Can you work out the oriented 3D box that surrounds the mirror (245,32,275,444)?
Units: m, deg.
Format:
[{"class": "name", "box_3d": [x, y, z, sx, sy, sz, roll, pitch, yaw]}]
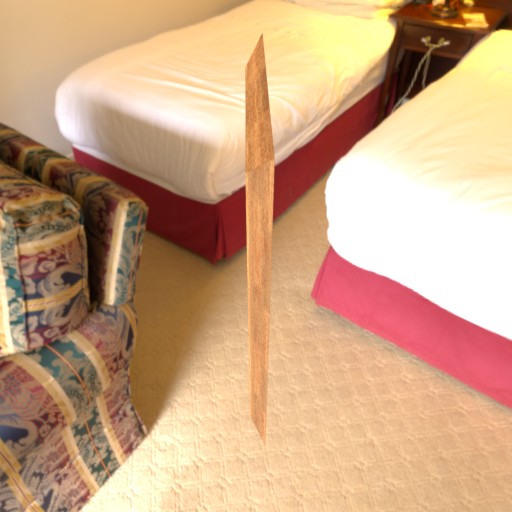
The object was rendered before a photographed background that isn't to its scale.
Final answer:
[{"class": "mirror", "box_3d": [0.000, 0.000, 1.276, 0.047, 1.010, 0.651, -1, 43, -1]}]
